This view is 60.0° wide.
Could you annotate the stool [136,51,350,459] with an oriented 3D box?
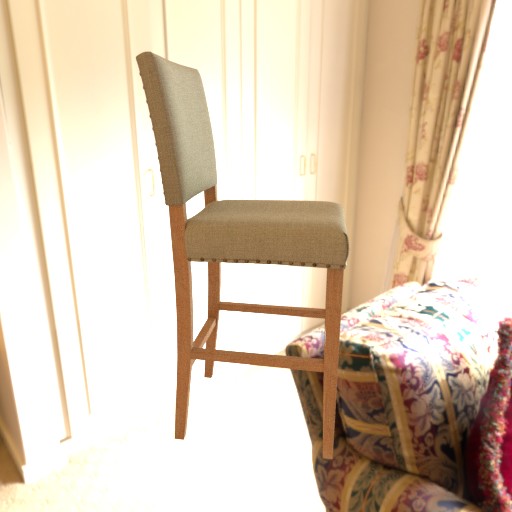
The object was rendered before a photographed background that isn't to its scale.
[{"bbox_3d":[0.000,0.000,1.477,0.585,1.203,0.445,3,17,8],"label":"stool"}]
